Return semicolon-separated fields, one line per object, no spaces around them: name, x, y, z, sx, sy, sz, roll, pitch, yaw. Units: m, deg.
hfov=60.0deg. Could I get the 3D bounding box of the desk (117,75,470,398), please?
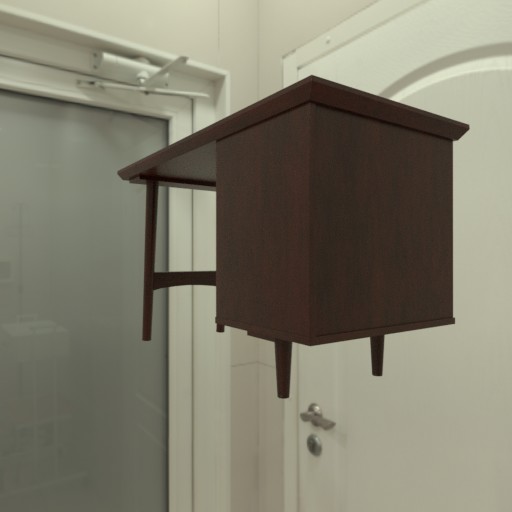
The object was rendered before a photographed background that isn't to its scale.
desk;0.000;0.000;1.626;0.612;0.758;1.277;0;0;-35
